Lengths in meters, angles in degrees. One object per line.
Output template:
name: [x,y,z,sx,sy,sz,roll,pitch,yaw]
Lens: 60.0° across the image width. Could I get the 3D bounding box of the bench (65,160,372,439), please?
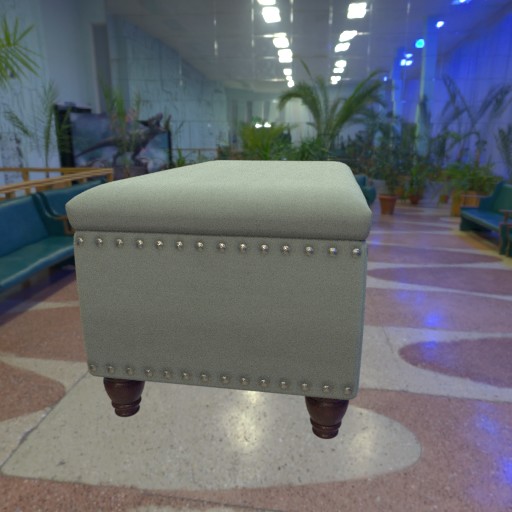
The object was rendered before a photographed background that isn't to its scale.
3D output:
bench: [0.000,0.000,1.164,0.500,0.449,0.887,3,15,9]
